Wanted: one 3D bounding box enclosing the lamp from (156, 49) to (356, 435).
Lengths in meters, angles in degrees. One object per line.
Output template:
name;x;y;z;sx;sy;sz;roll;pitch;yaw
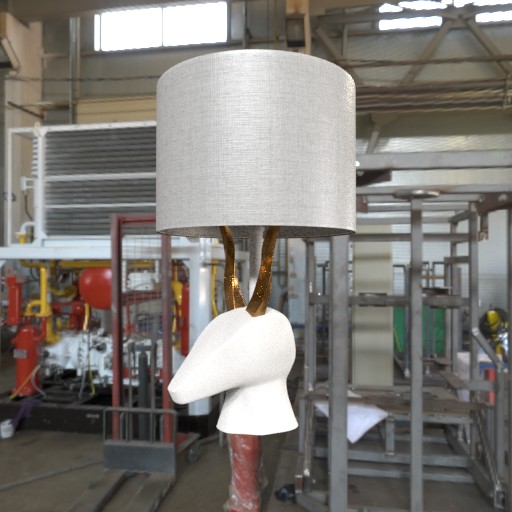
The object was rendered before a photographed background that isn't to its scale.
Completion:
lamp;0.000;0.000;0.677;0.298;0.503;0.298;1;-1;-36
